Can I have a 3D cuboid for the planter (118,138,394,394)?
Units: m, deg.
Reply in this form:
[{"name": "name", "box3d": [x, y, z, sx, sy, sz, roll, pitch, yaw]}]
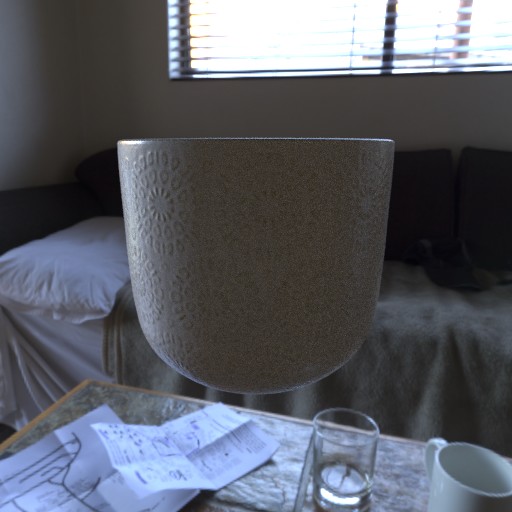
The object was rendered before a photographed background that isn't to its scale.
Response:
[{"name": "planter", "box3d": [0.000, 0.000, 0.302, 0.170, 0.152, 0.170, 0, 14, 0]}]
